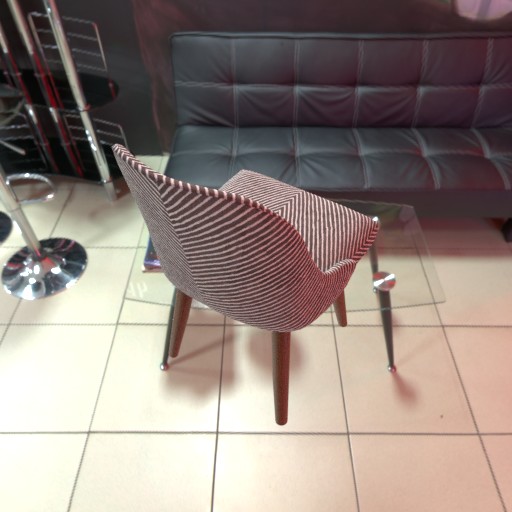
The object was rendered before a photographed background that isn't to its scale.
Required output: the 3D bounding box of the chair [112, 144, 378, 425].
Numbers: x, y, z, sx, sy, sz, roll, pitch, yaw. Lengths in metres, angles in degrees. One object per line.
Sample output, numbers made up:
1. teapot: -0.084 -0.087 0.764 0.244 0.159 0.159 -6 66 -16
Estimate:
1. chair: 0.000 0.000 1.205 0.504 0.883 0.591 25 52 22
